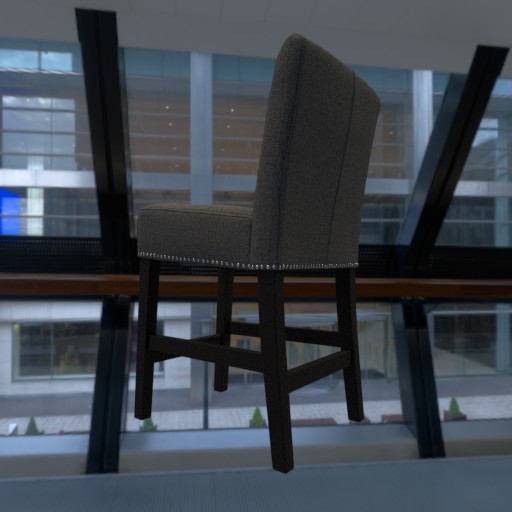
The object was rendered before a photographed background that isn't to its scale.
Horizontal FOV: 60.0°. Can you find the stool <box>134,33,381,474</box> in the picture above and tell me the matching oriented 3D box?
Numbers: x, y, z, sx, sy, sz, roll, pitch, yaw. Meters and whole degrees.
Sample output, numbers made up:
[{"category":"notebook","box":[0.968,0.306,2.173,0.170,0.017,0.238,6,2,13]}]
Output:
[{"category":"stool","box":[0.000,0.000,1.181,0.571,0.885,0.427,-1,-1,36]}]
